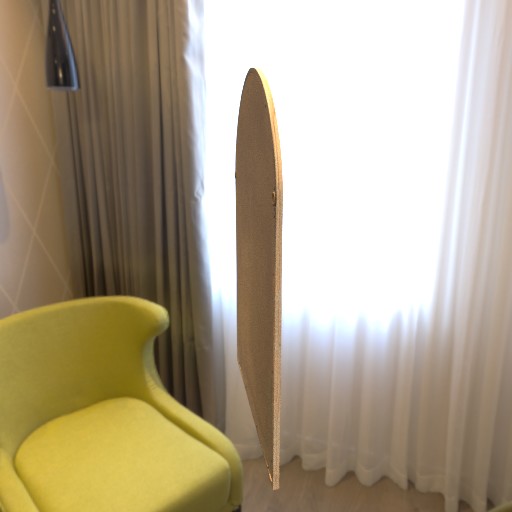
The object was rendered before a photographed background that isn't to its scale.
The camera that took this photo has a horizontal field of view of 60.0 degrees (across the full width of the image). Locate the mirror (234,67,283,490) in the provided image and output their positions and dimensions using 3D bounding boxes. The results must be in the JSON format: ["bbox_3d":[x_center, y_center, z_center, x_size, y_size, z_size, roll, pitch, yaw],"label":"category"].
[{"bbox_3d":[0.000,0.000,1.161,0.032,0.915,0.609,-3,15,-9],"label":"mirror"}]
